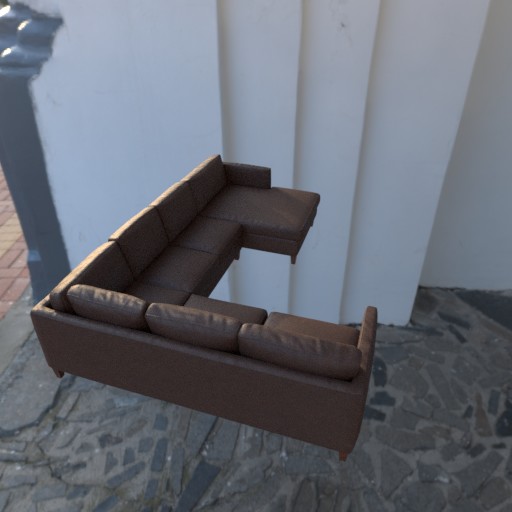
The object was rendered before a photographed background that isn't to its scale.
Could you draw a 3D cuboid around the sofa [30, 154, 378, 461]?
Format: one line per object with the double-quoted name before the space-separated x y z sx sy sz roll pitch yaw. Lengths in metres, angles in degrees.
"sofa" 0.000 0.000 4.568 2.593 0.923 3.460 10 34 15
